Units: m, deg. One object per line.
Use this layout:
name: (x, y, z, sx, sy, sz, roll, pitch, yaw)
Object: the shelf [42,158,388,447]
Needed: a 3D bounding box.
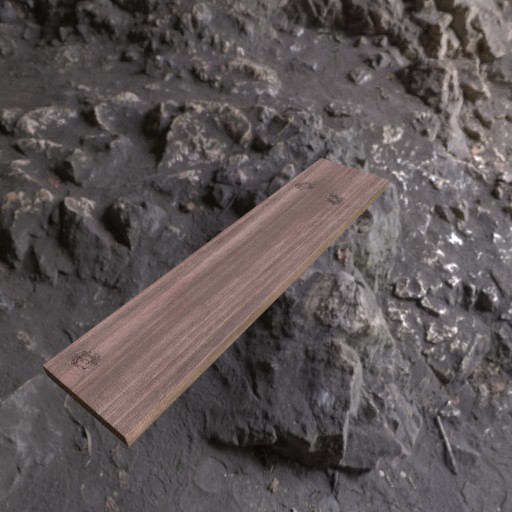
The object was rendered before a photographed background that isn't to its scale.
shelf: (0.000, 0.000, 0.656, 0.140, 0.020, 0.610, 26, 47, 27)
